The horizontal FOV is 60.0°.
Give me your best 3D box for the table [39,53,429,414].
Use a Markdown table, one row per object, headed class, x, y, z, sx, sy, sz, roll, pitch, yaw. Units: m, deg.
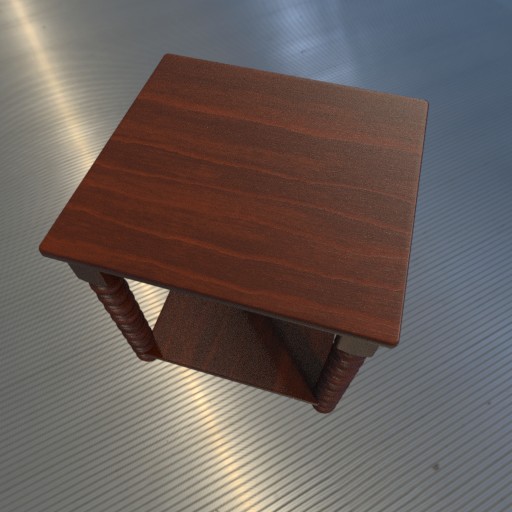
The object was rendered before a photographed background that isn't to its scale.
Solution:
| class | x | y | z | sx | sy | sz | roll | pitch | yaw |
| --- | --- | --- | --- | --- | --- | --- | --- | --- | --- |
| table | 0.000 | 0.000 | 0.979 | 0.533 | 0.567 | 0.500 | 14 | 59 | 8 |
